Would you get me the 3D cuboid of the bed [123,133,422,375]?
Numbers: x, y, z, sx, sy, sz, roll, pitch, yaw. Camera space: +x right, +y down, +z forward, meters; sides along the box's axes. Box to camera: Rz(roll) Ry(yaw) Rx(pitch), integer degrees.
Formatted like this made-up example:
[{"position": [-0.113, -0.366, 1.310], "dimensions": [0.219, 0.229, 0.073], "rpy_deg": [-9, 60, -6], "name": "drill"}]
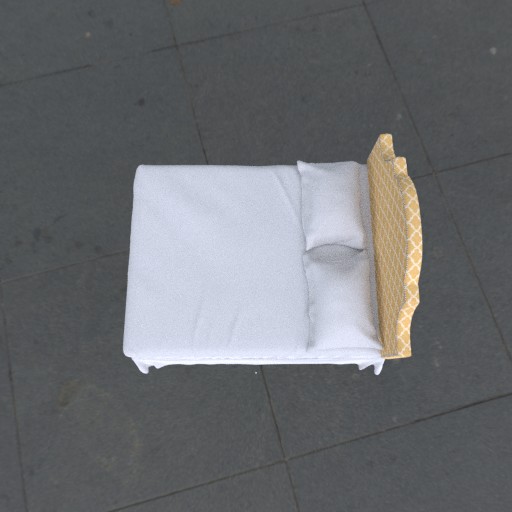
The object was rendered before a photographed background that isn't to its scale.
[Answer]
[{"position": [0.000, 0.000, 3.416], "dimensions": [2.222, 1.633, 1.780], "rpy_deg": [0, 75, 0], "name": "bed"}]
